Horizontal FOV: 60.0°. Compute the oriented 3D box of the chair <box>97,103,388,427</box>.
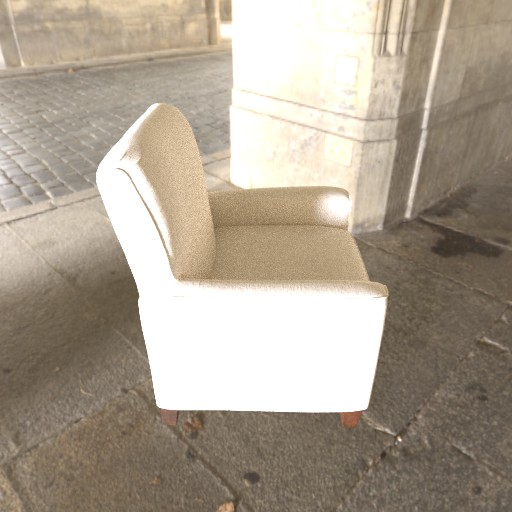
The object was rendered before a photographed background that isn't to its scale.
[{"bbox_3d":[0.000,0.000,1.690,0.858,1.028,0.841,0,32,1],"label":"chair"}]
